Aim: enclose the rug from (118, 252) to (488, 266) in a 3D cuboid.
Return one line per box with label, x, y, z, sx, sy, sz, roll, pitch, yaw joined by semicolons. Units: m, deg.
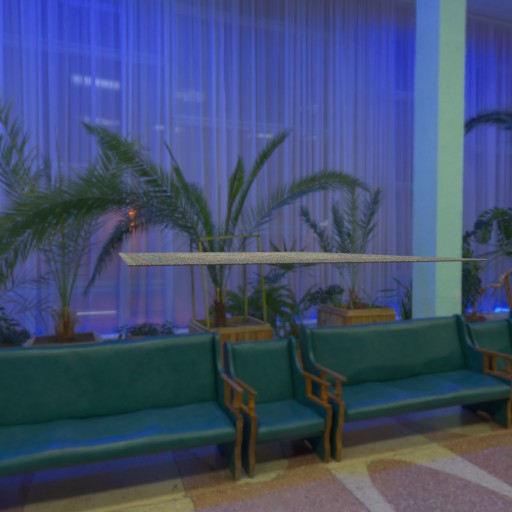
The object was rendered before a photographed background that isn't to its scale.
rug;0.000;0.000;4.167;2.434;0.013;3.057;-1;2;-18
